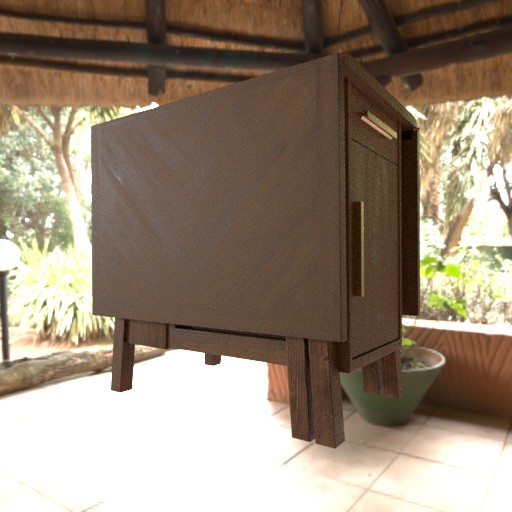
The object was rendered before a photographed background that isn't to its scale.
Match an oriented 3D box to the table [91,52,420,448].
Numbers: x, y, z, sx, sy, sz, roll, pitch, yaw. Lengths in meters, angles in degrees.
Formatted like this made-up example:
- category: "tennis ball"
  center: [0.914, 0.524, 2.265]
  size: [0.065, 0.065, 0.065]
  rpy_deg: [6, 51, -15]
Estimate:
- category: "table"
  center: [0.000, 0.000, 1.599]
  size: [0.967, 0.981, 0.701]
  rpy_deg: [-1, -1, 35]
